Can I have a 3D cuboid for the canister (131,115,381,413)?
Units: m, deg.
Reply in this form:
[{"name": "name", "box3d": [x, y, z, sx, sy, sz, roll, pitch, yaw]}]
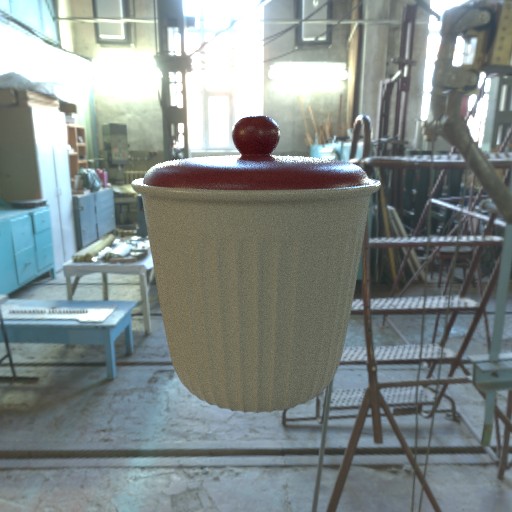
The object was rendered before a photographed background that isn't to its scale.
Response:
[{"name": "canister", "box3d": [0.000, 0.000, 0.347, 0.181, 0.211, 0.181, 0, 14, 0]}]
